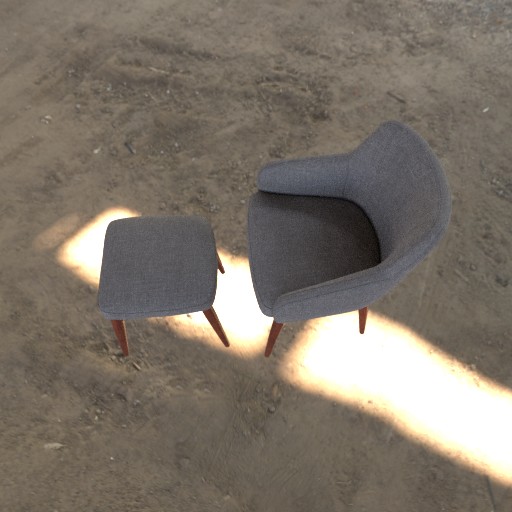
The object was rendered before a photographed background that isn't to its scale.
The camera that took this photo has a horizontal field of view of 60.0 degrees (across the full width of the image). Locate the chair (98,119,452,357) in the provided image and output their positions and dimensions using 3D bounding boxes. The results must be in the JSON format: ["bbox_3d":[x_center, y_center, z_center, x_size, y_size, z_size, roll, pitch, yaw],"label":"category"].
[{"bbox_3d":[0.000,0.000,1.587,1.107,0.799,0.584,-4,58,-3],"label":"chair"}]
